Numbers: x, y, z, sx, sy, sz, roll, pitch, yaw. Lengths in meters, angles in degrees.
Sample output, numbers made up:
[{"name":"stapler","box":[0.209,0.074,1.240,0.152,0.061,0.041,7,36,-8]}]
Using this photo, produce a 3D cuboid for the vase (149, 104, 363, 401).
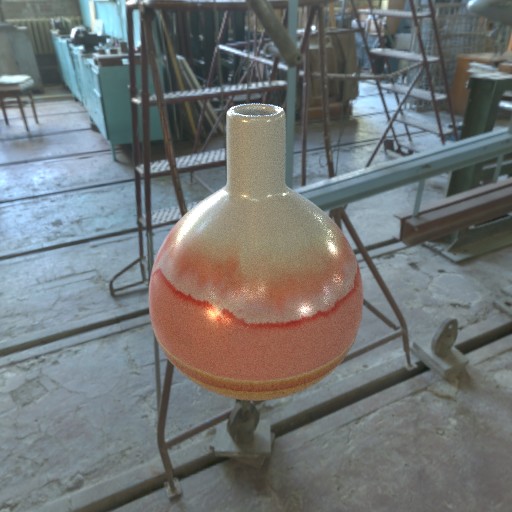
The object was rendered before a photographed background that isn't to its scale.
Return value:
[{"name":"vase","box":[0.000,0.000,0.274,0.137,0.176,0.137,0,31,0]}]
